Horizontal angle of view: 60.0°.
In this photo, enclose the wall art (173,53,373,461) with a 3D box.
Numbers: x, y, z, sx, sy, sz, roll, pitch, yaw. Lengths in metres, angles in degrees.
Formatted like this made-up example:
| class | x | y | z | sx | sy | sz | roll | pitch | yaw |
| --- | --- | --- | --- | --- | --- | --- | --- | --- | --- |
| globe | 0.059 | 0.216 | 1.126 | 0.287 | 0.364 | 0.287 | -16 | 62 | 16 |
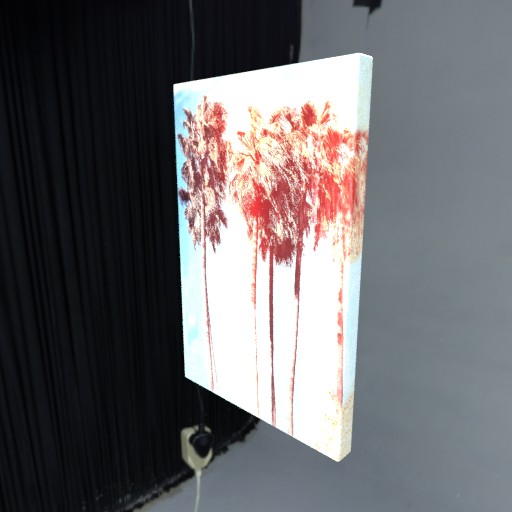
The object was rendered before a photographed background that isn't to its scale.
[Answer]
| class | x | y | z | sx | sy | sz | roll | pitch | yaw |
| --- | --- | --- | --- | --- | --- | --- | --- | --- | --- |
| wall art | 0.000 | 0.000 | 0.787 | 0.401 | 0.610 | 0.038 | 12 | 18 | 42 |
